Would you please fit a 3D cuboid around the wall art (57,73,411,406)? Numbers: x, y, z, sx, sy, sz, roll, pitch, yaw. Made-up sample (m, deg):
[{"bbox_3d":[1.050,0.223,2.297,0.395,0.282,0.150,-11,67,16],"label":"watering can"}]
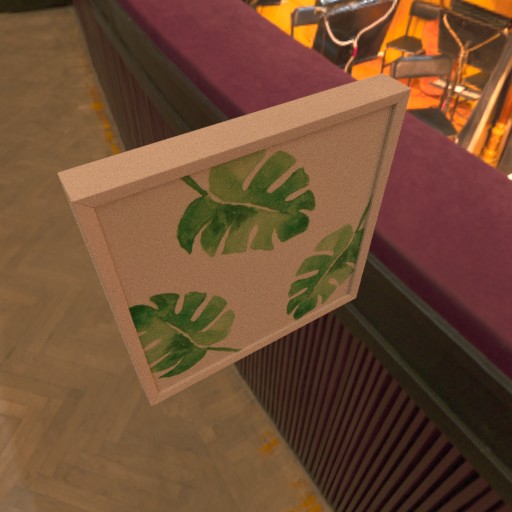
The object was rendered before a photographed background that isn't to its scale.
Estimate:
[{"bbox_3d":[0.000,0.000,0.466,0.305,0.305,0.038,-24,51,-21],"label":"wall art"}]
